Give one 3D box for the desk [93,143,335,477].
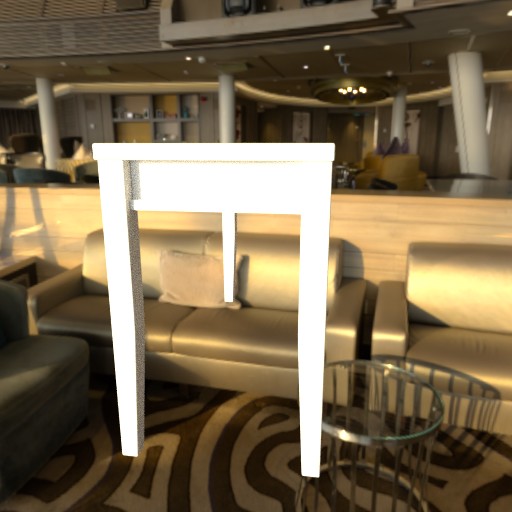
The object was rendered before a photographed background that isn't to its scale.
[{"bbox_3d":[0.000,0.000,1.577,0.508,0.775,1.220,2,14,9],"label":"desk"}]
